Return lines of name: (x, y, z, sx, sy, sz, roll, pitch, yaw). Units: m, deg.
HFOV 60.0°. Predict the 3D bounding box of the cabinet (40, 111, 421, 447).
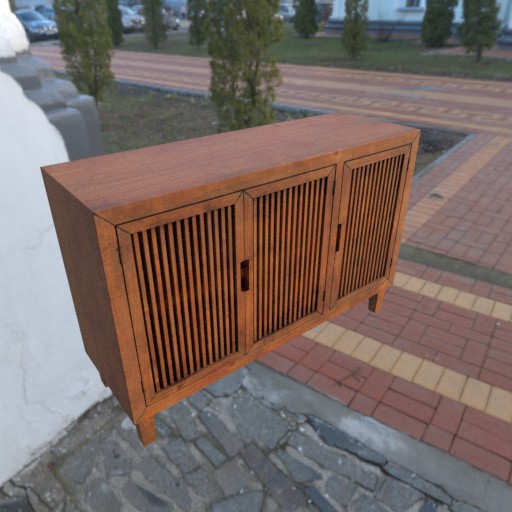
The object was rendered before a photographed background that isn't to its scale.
cabinet: (0.000, 0.000, 1.609, 1.204, 0.805, 0.403, -21, 36, -33)
